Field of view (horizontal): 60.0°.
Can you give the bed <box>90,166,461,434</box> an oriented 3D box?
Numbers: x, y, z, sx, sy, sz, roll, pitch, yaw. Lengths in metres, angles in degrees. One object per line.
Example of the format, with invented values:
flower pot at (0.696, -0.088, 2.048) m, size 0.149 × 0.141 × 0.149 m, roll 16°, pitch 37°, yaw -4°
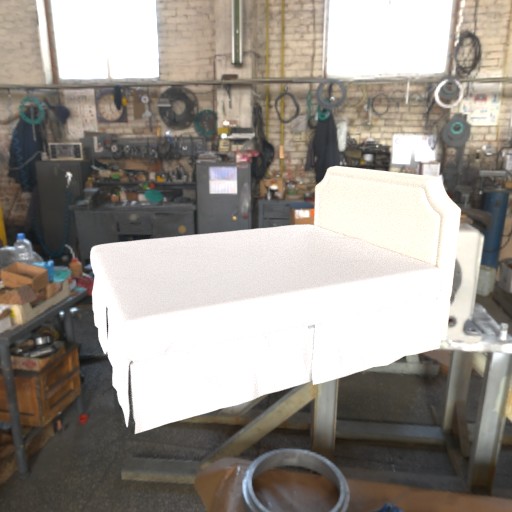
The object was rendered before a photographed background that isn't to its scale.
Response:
bed at (0.000, 0.000, 3.626) m, size 2.498 × 1.293 × 1.977 m, roll -7°, pitch 17°, yaw -24°
